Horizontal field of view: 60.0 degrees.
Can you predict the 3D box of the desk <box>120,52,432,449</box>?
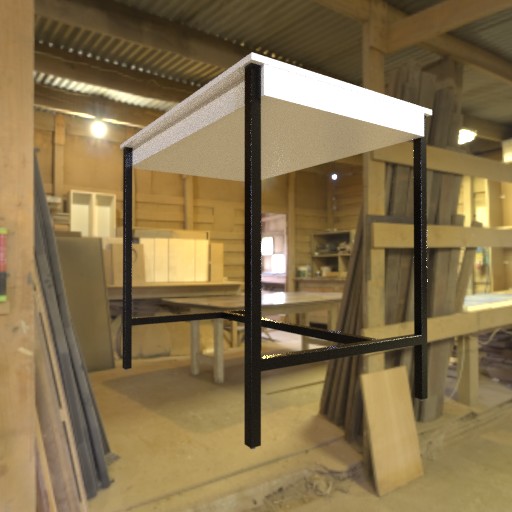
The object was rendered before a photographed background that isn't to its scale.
[{"bbox_3d":[0.000,0.000,1.340,0.573,0.766,0.811,1,-1,-34],"label":"desk"}]
